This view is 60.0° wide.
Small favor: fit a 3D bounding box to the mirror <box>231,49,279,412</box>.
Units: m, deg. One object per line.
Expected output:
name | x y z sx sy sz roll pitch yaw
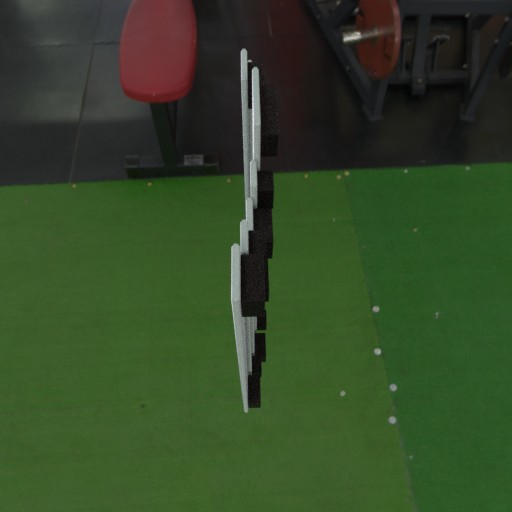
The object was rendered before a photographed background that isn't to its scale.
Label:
mirror | 0.000 0.000 0.790 0.058 0.611 0.445 -1 60 -1
